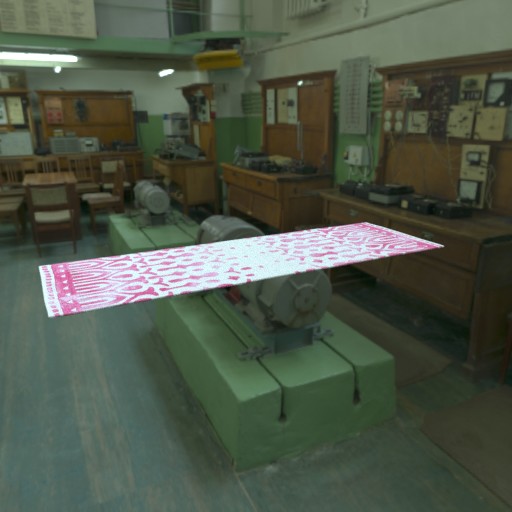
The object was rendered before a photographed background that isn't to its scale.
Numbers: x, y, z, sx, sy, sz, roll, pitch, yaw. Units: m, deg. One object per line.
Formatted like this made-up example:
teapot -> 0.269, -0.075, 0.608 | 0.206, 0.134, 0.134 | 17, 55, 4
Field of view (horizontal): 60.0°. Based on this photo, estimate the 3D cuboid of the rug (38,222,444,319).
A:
rug -> 0.000, 0.000, 2.789 | 2.458, 0.011, 0.787 | -9, 20, -25
